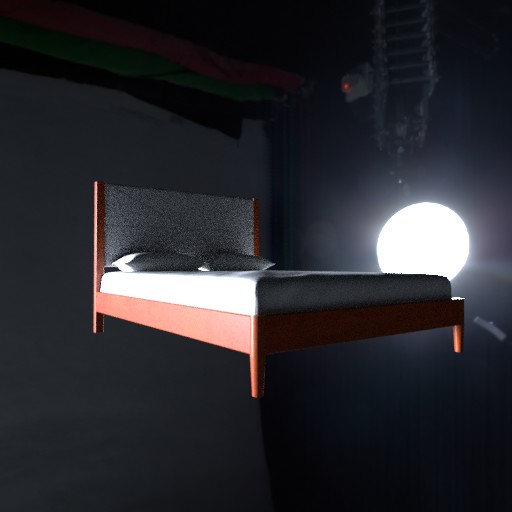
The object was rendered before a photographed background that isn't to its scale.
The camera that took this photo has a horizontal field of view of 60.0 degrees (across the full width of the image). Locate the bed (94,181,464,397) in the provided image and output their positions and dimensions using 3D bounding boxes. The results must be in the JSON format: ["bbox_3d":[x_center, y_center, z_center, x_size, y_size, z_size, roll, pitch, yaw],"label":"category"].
[{"bbox_3d":[0.000,0.000,3.045,1.566,1.165,2.117,1,-1,-37],"label":"bed"}]
